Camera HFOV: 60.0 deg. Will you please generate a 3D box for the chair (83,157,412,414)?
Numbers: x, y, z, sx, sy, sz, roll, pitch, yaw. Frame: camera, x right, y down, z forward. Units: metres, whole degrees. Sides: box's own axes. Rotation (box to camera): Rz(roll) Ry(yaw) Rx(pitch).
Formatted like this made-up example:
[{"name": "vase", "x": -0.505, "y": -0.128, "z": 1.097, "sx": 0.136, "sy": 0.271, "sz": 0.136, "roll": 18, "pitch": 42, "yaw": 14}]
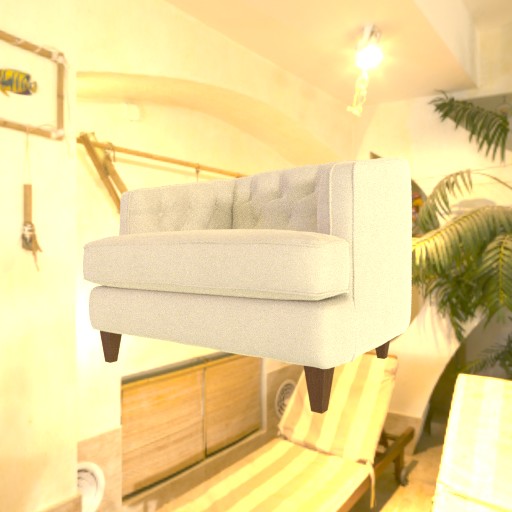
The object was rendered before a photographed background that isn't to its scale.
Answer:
[{"name": "chair", "x": 0.000, "y": 0.000, "z": 1.796, "sx": 1.104, "sy": 0.852, "sz": 0.941, "roll": 0, "pitch": 1, "yaw": 36}]
